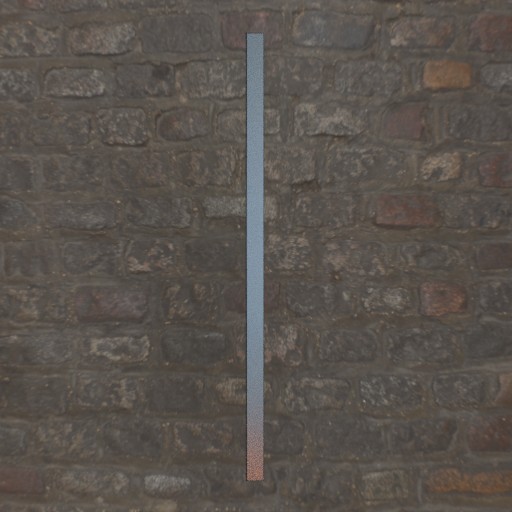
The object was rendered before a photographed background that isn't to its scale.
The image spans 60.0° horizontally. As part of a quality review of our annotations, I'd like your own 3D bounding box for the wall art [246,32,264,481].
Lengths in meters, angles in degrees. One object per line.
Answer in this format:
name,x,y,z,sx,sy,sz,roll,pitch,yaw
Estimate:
wall art,0.000,0.000,0.520,0.014,0.349,0.349,0,90,0
